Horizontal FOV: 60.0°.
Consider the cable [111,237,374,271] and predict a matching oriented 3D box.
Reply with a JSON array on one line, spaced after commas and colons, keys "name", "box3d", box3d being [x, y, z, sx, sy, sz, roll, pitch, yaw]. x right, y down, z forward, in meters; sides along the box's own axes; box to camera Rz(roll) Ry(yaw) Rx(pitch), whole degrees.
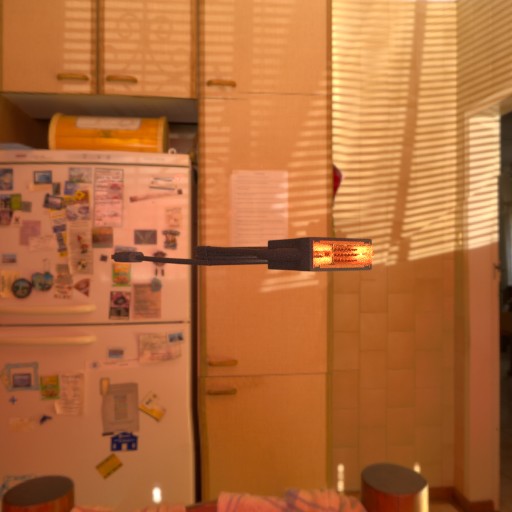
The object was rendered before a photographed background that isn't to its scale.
[{"name": "cable", "box3d": [0.000, 0.000, 0.337, 0.136, 0.015, 0.281, 0, 0, -35]}]
